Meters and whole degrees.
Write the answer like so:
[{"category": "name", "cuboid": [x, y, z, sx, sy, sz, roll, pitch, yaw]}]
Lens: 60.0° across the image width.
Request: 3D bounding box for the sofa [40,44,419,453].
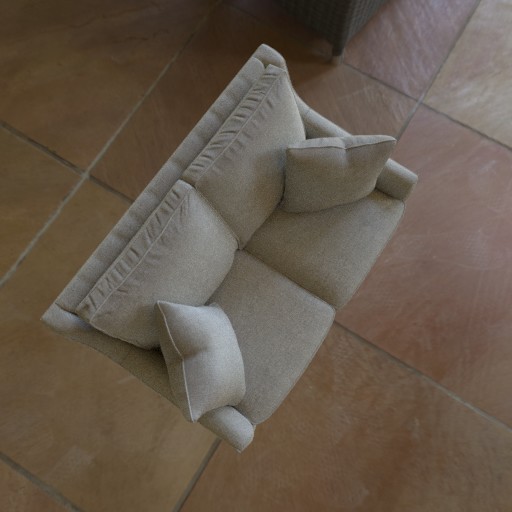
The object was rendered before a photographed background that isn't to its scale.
[{"category": "sofa", "cuboid": [0.000, 0.000, 1.975, 0.915, 0.863, 1.422, 34, 78, 8]}]
